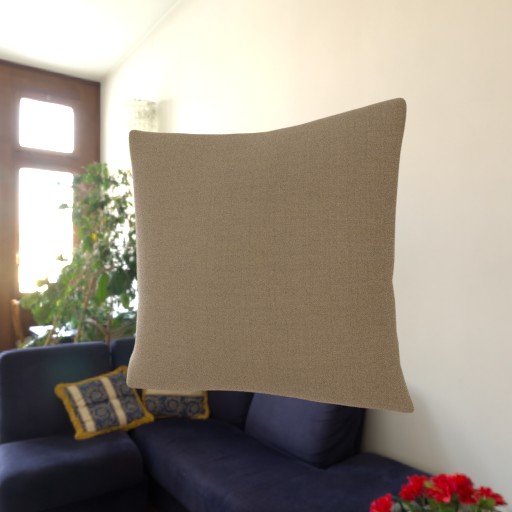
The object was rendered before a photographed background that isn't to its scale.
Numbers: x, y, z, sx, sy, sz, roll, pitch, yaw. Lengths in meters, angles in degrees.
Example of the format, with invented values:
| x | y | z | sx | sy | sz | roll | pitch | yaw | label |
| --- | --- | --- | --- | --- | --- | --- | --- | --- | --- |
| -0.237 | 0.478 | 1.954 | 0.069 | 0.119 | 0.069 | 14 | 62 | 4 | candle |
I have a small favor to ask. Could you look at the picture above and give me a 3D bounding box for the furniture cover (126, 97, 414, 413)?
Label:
| x | y | z | sx | sy | sz | roll | pitch | yaw | label |
| --- | --- | --- | --- | --- | --- | --- | --- | --- | --- |
| 0.000 | 0.000 | 0.650 | 0.435 | 0.420 | 0.145 | 0 | -1 | 18 | furniture cover |
